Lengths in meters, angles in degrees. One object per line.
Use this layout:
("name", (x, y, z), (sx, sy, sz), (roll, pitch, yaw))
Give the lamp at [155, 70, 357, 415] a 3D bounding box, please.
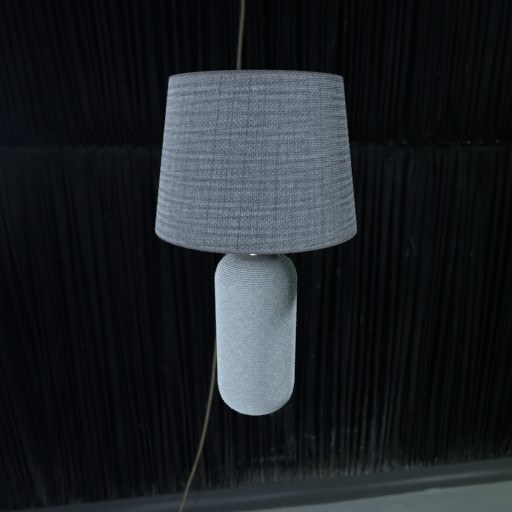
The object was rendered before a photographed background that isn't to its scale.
("lamp", (0.000, 0.000, 0.577), (0.251, 0.429, 0.251), (0, 17, 0))
